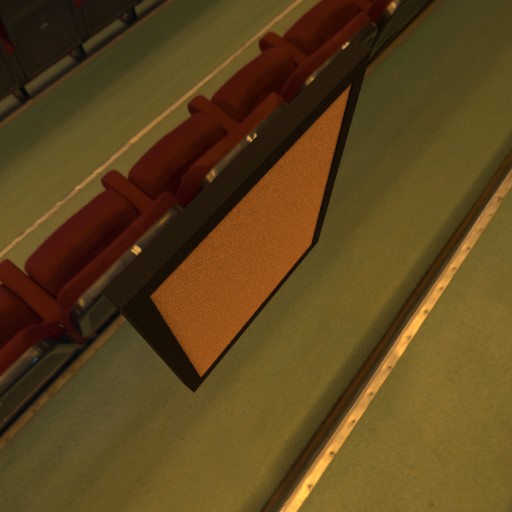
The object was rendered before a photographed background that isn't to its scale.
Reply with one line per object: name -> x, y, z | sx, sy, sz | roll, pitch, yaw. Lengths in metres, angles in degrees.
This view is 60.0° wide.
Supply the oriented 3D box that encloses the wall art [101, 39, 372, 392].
wall art -> 0.000, 0.000, 0.764 | 0.029, 0.559, 0.457 | 36, 70, 15
